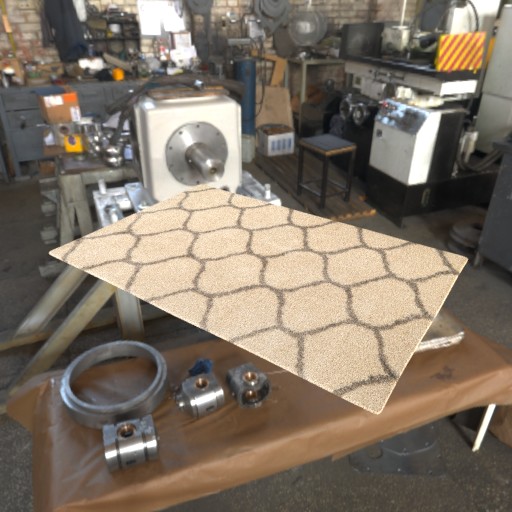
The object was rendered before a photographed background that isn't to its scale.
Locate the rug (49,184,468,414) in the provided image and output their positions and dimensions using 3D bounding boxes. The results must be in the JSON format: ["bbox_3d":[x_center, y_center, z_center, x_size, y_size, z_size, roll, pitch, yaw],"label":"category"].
[{"bbox_3d":[0.000,0.000,3.416,2.701,0.026,1.801,19,35,30],"label":"rug"}]
